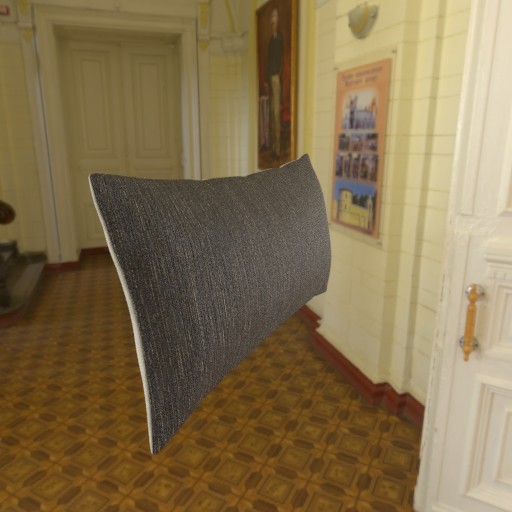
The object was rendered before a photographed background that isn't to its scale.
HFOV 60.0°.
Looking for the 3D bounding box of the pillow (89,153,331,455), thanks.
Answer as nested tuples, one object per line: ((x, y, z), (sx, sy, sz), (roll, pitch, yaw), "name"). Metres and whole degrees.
((0.000, 0.000, 0.720), (0.156, 0.305, 0.608), (7, 17, 26), "pillow")
